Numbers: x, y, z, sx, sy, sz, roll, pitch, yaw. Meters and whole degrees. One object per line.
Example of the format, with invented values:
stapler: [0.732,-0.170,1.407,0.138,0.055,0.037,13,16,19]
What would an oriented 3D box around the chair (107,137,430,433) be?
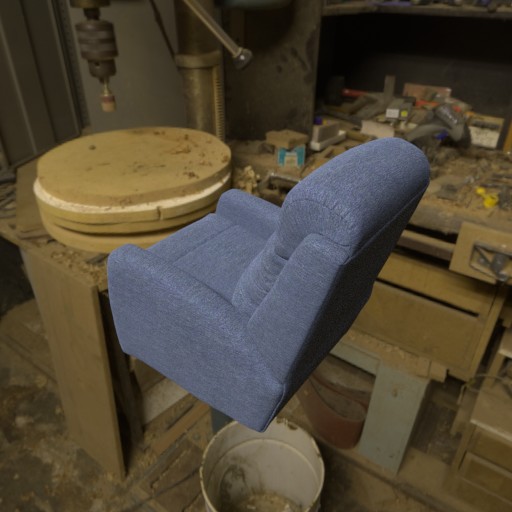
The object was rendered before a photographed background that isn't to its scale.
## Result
chair: [0.000,0.000,1.735,1.043,1.013,0.798,22,38,30]
